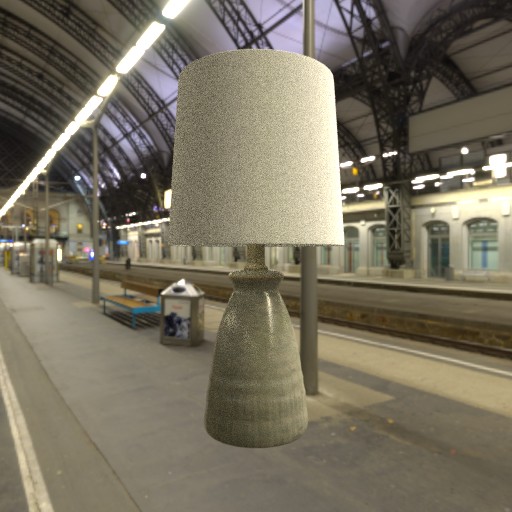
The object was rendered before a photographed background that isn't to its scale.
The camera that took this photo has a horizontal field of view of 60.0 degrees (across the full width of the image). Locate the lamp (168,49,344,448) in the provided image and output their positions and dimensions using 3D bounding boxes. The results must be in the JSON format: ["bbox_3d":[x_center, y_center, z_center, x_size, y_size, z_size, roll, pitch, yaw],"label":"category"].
[{"bbox_3d":[0.000,0.000,0.477,0.186,0.369,0.186,0,0,0],"label":"lamp"}]
